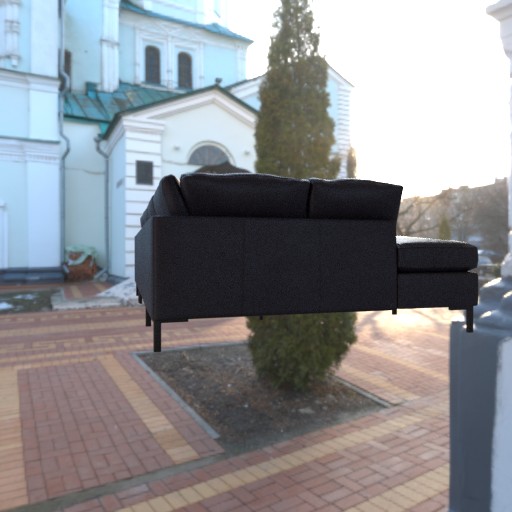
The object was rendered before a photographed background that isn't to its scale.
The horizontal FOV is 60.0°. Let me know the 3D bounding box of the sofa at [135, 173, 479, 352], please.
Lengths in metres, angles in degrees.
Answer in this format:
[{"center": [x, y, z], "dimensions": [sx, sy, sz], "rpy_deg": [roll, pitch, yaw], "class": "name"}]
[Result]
[{"center": [0.000, 0.000, 3.786], "dimensions": [1.939, 0.900, 2.956], "rpy_deg": [0, 1, -17], "class": "sofa"}]
